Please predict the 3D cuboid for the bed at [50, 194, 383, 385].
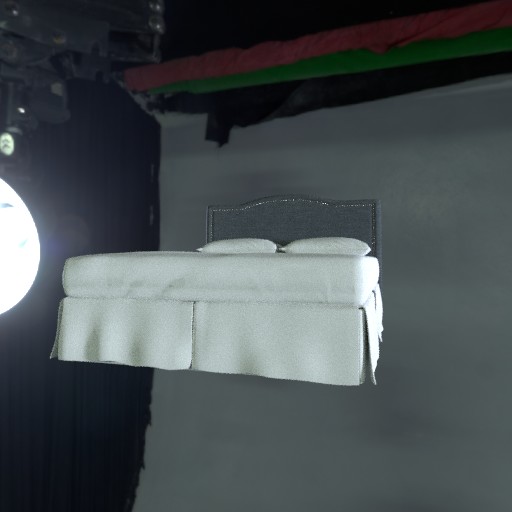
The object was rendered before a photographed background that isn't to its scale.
[{"bbox_3d":[0.000,0.000,3.951,2.161,1.457,2.689,0,0,17],"label":"bed"}]
